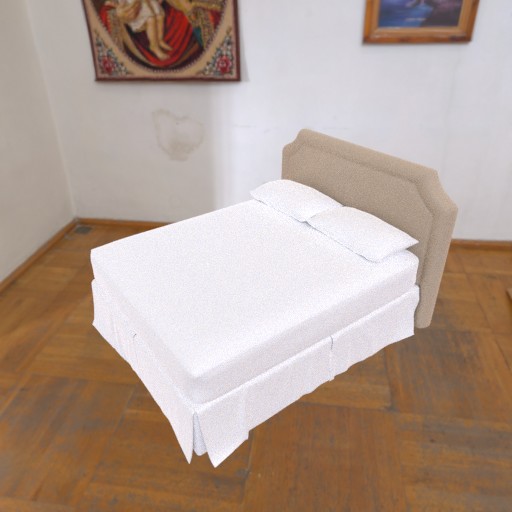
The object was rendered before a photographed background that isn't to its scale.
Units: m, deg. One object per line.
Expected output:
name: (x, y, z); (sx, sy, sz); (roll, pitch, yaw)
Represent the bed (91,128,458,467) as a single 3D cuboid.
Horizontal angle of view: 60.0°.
bed: (0.000, 0.000, 3.356); (2.204, 1.301, 1.828); (-21, 37, -31)
